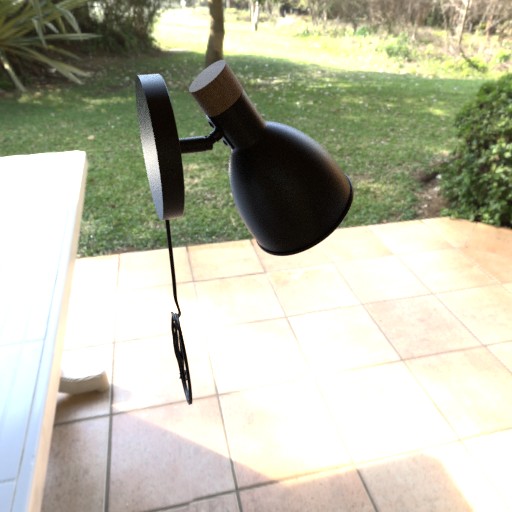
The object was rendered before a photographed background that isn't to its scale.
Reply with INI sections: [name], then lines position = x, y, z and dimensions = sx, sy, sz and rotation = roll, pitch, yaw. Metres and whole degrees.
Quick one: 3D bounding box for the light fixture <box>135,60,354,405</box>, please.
[light fixture]
position = 0.000, 0.000, 0.489
dimensions = 0.203, 0.401, 0.127
rotation = -10, 33, -17
